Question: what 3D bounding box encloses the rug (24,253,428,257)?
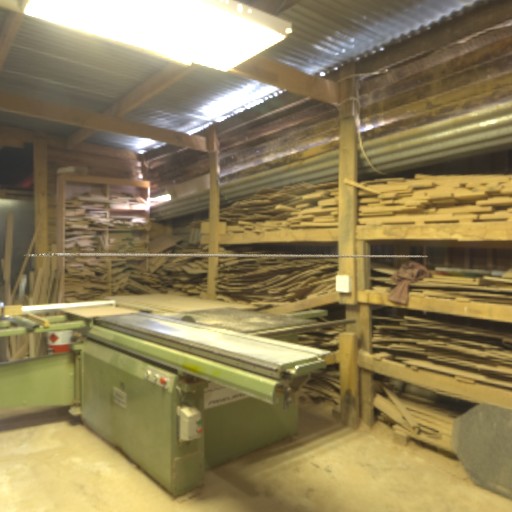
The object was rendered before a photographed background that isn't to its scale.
[{"bbox_3d":[0.000,0.000,2.717,2.449,0.011,0.774,0,0,-36],"label":"rug"}]
